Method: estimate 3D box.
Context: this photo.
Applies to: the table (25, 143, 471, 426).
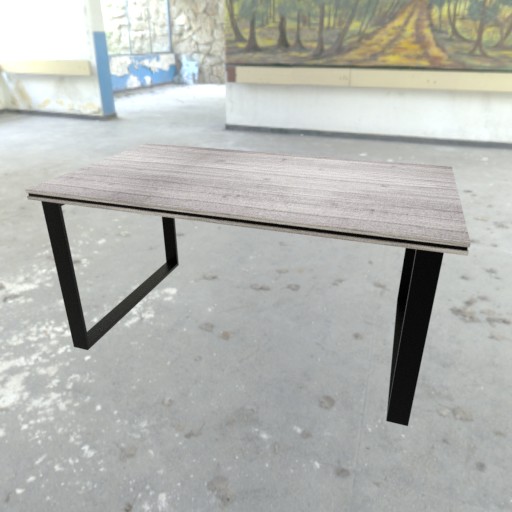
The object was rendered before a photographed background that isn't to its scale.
[{"bbox_3d":[0.000,0.000,2.020,1.579,0.736,0.881,8,27,16],"label":"table"}]
